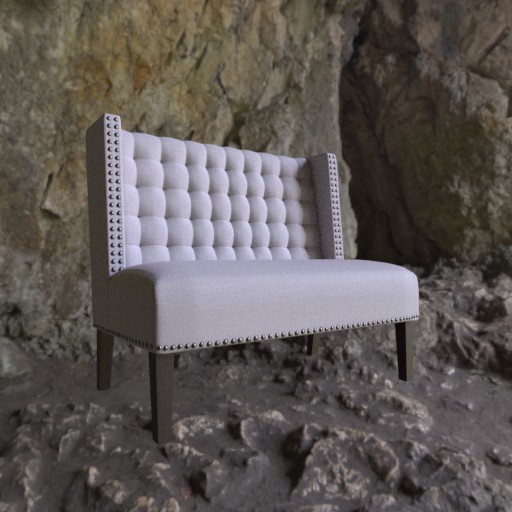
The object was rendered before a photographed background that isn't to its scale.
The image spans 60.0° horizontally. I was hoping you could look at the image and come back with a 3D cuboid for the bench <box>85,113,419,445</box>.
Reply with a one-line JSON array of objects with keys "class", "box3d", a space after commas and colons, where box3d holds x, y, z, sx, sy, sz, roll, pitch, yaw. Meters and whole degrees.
[{"class": "bench", "box3d": [0.000, 0.000, 1.966, 1.280, 1.123, 0.847, 0, 0, -34]}]
